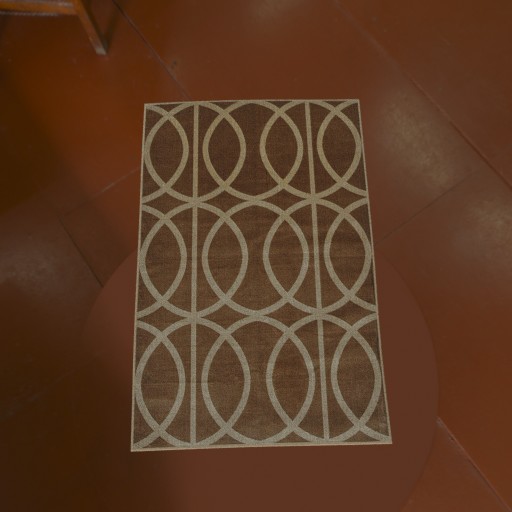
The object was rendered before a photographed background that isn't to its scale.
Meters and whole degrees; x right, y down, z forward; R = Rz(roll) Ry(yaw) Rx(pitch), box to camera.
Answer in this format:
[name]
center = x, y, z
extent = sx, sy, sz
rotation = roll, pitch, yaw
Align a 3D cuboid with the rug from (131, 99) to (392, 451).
[rug]
center = 0.000, 0.000, 2.853
extent = 1.526, 0.014, 2.290
rotation = -2, 75, 0
